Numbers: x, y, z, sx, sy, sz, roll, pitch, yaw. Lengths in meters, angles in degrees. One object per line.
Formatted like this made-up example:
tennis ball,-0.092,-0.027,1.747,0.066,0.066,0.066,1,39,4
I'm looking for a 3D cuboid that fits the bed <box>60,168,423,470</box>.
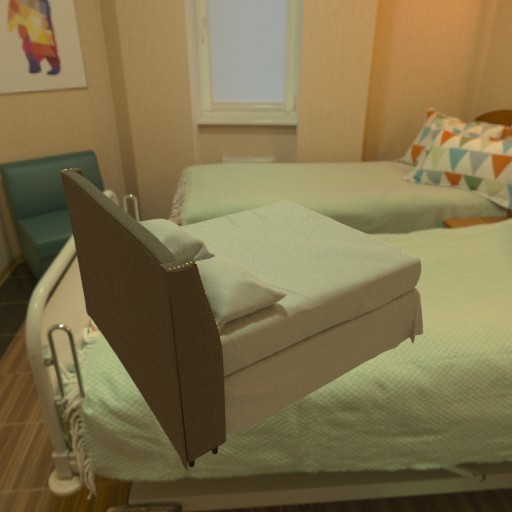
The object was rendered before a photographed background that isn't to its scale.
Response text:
bed,0.000,0.000,3.462,2.276,1.332,1.925,-17,32,-31
